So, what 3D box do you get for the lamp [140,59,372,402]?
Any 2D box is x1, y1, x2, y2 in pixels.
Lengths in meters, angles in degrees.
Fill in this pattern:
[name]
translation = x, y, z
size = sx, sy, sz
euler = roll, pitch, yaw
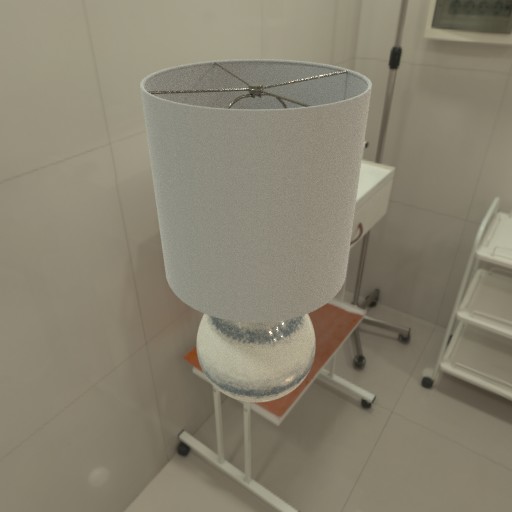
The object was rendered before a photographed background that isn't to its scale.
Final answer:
[lamp]
translation = 0.000, 0.000, 0.534
size = 0.216, 0.404, 0.216
euler = 20, 38, 28
